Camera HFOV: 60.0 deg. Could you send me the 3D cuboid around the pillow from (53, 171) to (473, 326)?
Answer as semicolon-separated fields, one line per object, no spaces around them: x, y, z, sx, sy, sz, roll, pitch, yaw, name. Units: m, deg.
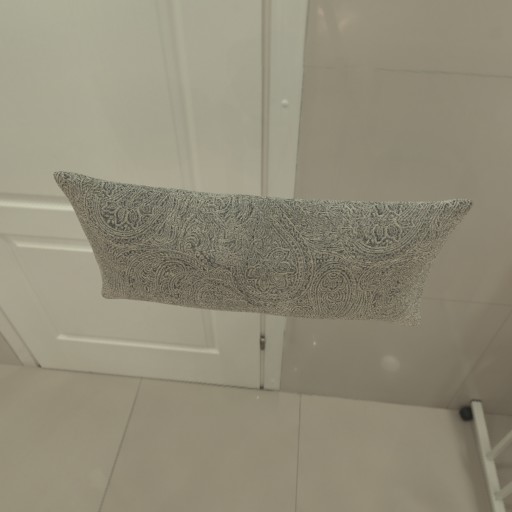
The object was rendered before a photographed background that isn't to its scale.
0.000;0.000;0.749;0.615;0.295;0.151;4;46;4;pillow
